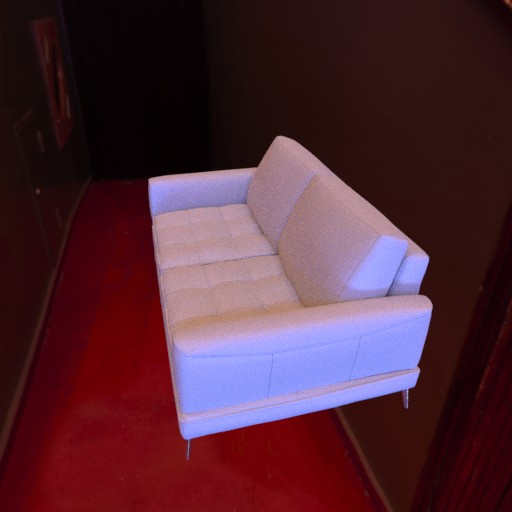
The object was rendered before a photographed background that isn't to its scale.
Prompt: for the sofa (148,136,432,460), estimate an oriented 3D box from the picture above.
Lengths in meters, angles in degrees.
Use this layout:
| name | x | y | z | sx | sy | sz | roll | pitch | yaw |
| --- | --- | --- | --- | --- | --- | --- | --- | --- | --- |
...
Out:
| name | x | y | z | sx | sy | sz | roll | pitch | yaw |
| --- | --- | --- | --- | --- | --- | --- | --- | --- | --- |
| sofa | 0.000 | 0.000 | 2.490 | 1.121 | 0.930 | 1.819 | -8 | 32 | -13 |
